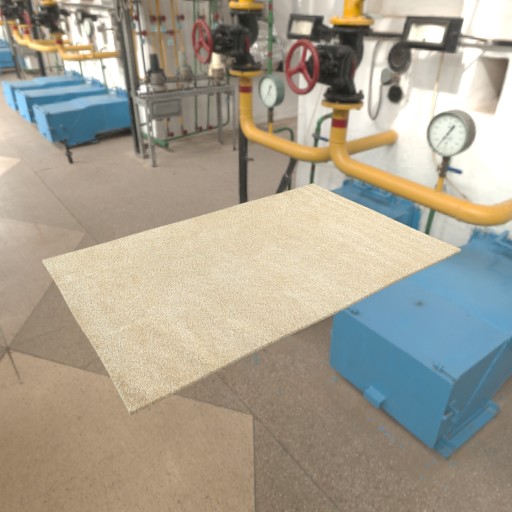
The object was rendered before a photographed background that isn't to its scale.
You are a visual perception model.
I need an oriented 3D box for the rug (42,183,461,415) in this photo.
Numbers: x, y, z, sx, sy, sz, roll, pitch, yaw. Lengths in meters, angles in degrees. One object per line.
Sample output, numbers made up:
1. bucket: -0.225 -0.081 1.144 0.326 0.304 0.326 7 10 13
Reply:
1. rug: 0.000 0.000 2.944 2.346 0.025 1.500 -20 36 -30
